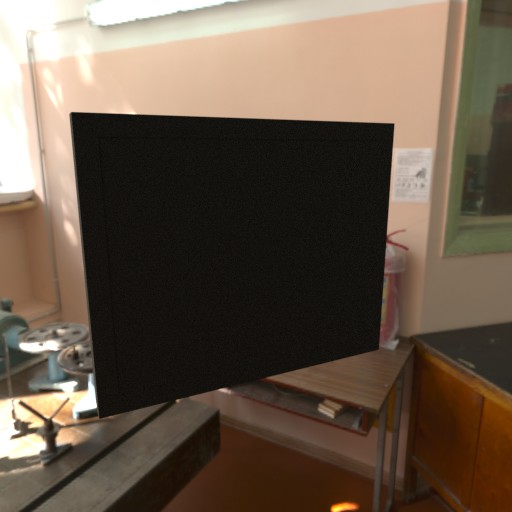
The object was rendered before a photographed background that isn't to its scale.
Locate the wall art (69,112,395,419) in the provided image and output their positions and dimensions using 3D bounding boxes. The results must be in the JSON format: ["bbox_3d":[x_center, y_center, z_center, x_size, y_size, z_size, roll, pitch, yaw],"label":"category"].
[{"bbox_3d":[0.000,0.000,0.557,0.404,0.329,0.024,-6,15,-26],"label":"wall art"}]
